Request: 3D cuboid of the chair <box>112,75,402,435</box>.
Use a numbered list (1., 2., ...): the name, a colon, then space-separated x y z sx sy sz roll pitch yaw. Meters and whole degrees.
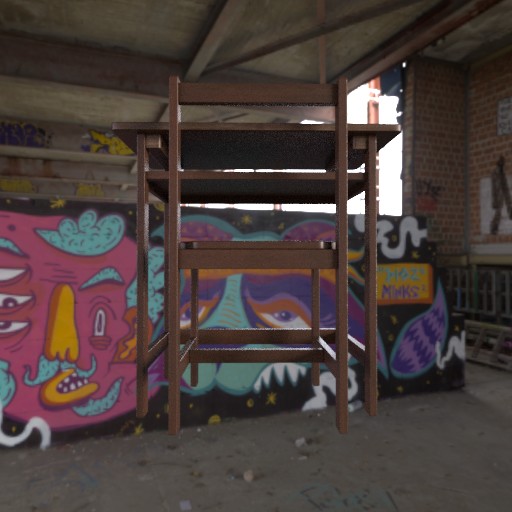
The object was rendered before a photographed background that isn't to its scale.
1. chair: 0.000 0.000 1.061 0.599 0.673 0.463 0 -1 -1
